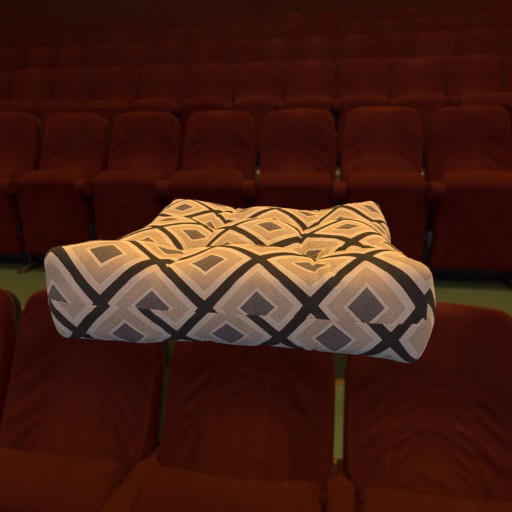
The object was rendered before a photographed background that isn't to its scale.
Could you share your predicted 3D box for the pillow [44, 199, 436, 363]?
[{"bbox_3d":[0.000,0.000,0.727,0.468,0.128,0.490,2,15,8],"label":"pillow"}]
